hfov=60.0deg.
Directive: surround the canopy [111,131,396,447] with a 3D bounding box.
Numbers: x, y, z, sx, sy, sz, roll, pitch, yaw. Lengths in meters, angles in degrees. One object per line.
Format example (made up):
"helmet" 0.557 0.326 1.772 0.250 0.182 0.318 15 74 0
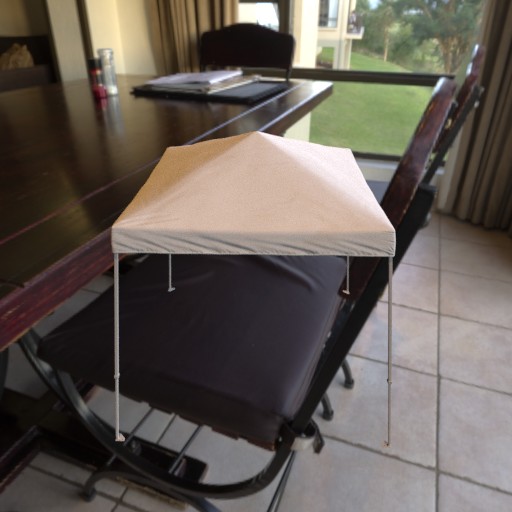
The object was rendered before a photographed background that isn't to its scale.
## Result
"canopy" 0.000 0.000 5.107 2.849 2.849 2.848 1 30 1
